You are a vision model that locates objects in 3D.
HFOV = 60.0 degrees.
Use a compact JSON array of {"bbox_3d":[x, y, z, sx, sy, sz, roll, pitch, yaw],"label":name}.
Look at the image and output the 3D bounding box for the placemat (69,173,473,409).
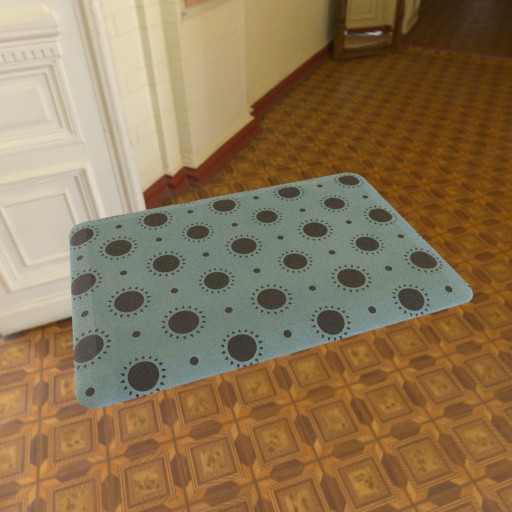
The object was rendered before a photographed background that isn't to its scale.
[{"bbox_3d":[0.000,0.000,0.954,0.762,0.021,0.508,-13,43,-14],"label":"placemat"}]
